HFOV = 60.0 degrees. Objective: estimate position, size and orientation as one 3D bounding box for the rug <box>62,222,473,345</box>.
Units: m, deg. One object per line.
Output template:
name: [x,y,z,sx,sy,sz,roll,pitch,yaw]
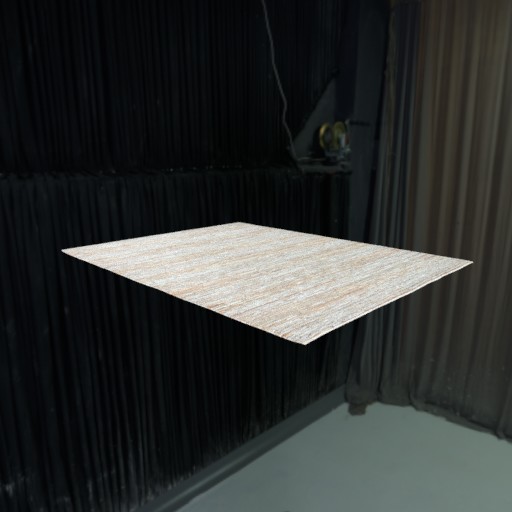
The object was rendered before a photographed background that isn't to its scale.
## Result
rug: [0.000,0.000,3.957,2.939,0.009,2.313,13,19,43]
